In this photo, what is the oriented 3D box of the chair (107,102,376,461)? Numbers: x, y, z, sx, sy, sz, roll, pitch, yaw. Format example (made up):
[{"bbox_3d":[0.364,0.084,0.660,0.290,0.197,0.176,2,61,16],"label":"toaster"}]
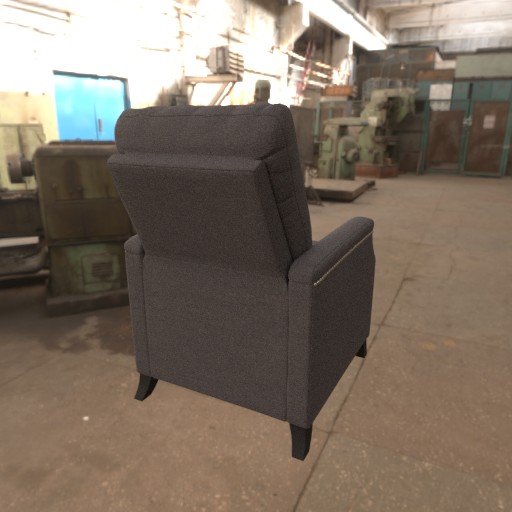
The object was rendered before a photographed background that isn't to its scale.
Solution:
[{"bbox_3d":[0.000,0.000,1.649,0.710,1.049,0.922,9,19,27],"label":"chair"}]
